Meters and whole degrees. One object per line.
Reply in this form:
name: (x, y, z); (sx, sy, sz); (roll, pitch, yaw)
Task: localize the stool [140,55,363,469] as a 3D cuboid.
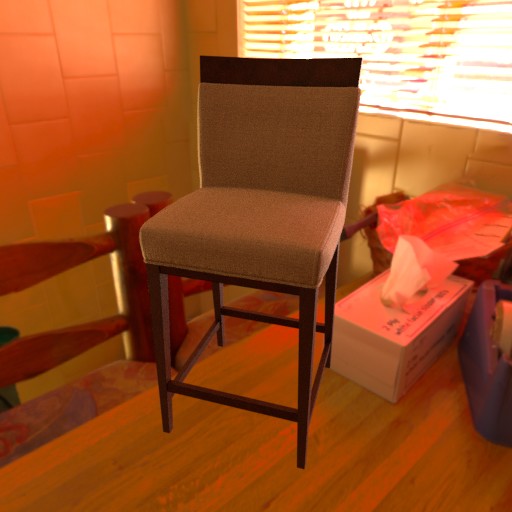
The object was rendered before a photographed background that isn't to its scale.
stool: (0.000, 0.000, 1.243); (0.463, 1.011, 0.480); (8, 27, 16)
